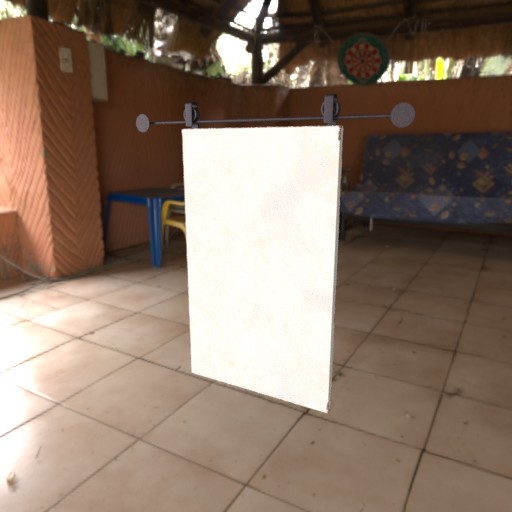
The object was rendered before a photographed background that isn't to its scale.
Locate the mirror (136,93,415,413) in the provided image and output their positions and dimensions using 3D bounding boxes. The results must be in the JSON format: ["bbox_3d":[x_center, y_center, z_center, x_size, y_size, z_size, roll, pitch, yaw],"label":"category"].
[{"bbox_3d":[0.000,0.000,1.253,0.808,0.844,0.037,8,16,28],"label":"mirror"}]
